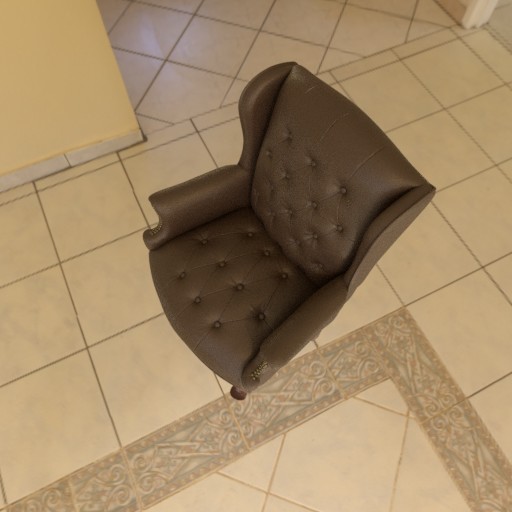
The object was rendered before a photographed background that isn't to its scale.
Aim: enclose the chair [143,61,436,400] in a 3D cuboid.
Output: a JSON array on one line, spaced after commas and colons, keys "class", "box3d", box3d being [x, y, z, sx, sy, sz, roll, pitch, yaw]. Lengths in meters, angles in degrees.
[{"class": "chair", "box3d": [0.000, 0.000, 1.725, 0.819, 1.132, 0.829, -33, 68, -15]}]
